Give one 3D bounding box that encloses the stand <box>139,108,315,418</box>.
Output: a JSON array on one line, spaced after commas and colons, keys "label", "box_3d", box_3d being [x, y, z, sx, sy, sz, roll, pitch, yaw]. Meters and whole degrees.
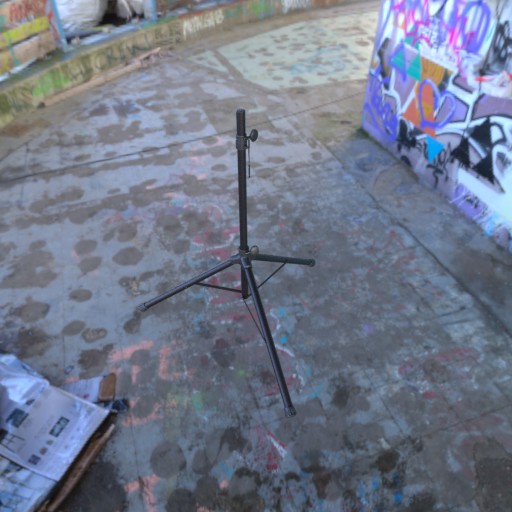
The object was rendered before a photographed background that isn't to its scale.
[{"label": "stand", "box_3d": [0.000, 0.000, 1.857, 1.045, 1.136, 0.907, -13, 42, -15]}]
